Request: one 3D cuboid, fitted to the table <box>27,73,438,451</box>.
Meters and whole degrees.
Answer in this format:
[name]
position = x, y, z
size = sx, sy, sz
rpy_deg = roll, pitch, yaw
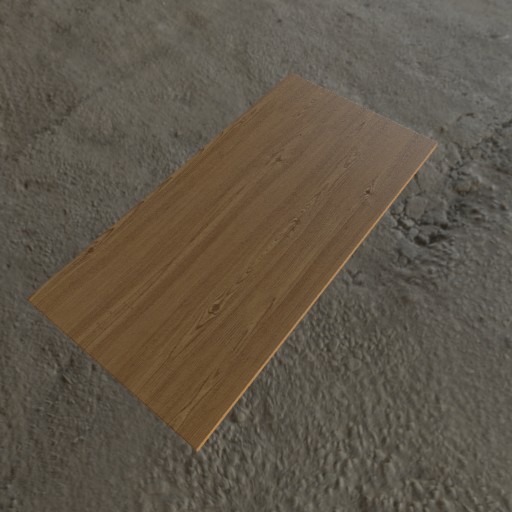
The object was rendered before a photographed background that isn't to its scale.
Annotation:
[table]
position = 0.000, 0.000, 2.298
size = 0.901, 0.750, 1.797
rpy_deg = 33, 64, 19
